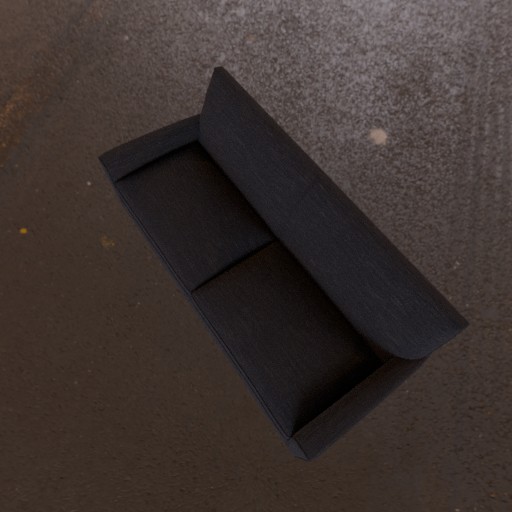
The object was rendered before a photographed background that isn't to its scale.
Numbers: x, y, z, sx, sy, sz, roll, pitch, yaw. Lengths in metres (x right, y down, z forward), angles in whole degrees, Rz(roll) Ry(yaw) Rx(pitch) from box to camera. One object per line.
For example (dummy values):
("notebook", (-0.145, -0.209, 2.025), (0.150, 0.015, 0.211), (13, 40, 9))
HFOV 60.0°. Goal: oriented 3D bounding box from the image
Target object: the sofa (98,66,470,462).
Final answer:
("sofa", (0.000, 0.000, 2.468), (0.875, 0.846, 1.976), (-33, 68, -15))
